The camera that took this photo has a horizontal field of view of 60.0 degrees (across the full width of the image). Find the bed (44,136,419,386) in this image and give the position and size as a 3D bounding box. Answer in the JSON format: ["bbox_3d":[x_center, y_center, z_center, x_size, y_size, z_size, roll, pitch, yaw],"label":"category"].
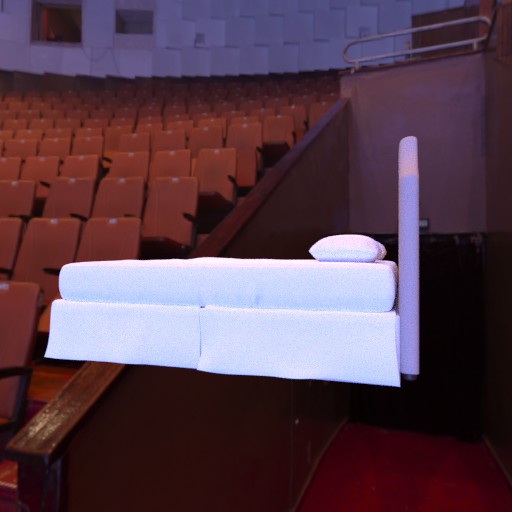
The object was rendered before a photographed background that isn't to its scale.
[{"bbox_3d":[0.000,0.000,4.117,2.773,1.590,2.350,0,0,18],"label":"bed"}]
